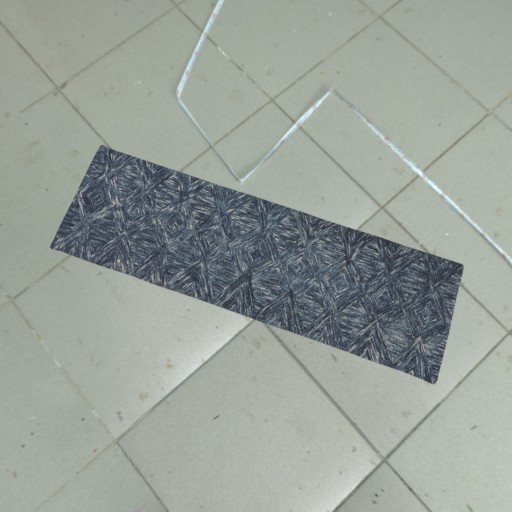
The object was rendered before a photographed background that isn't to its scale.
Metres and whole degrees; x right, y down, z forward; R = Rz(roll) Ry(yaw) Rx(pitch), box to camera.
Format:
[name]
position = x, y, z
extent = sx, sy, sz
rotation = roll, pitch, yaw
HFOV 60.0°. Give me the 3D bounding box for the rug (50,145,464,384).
[rug]
position = 0.000, 0.000, 2.566
extent = 2.306, 0.013, 0.719
rotation = 19, 75, 5
